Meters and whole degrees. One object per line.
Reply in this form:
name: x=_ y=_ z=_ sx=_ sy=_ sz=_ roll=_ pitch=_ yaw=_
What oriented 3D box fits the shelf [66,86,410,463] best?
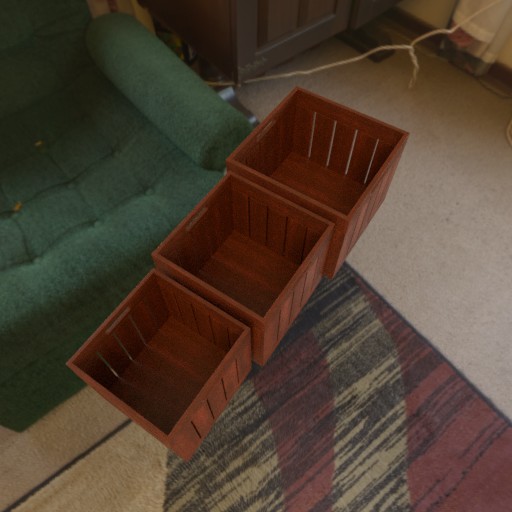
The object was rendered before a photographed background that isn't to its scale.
shelf: x=0.000 y=0.000 z=1.271 sx=0.393 sy=0.311 sz=1.064 roll=29 pitch=62 yaw=17
